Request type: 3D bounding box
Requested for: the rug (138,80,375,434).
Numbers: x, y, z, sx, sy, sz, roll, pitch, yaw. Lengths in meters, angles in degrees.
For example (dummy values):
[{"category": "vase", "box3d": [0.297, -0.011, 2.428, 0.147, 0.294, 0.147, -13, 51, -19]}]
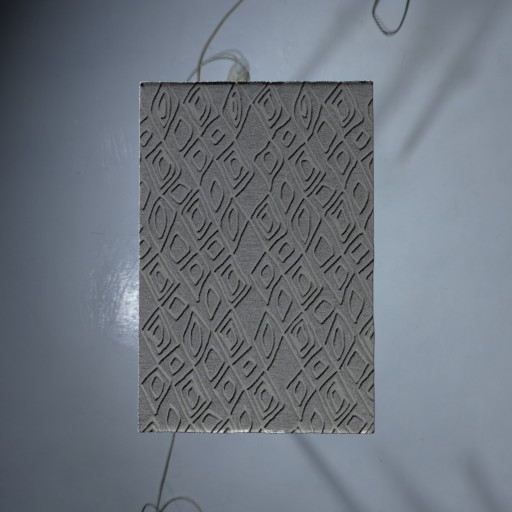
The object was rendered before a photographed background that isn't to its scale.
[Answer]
[{"category": "rug", "box3d": [0.000, 0.000, 2.302, 1.224, 0.016, 1.832, 0, 89, 1]}]
